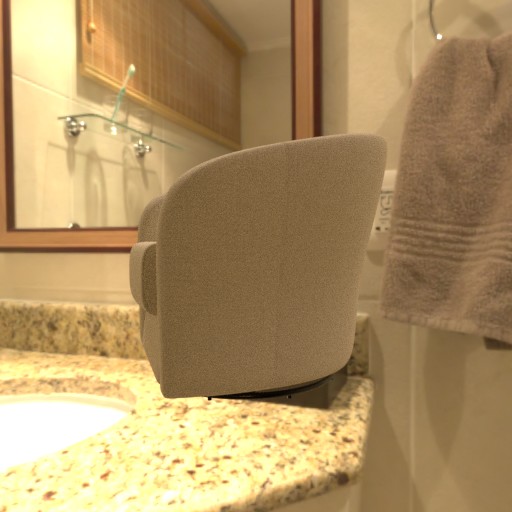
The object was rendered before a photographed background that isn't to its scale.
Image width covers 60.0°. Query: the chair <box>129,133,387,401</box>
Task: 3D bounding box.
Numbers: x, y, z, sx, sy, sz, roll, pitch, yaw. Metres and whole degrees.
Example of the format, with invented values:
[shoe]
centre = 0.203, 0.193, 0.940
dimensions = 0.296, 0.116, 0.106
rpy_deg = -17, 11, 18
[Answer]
[chair]
centre = 0.000, 0.000, 1.489
dimensions = 0.815, 0.771, 0.791
rpy_deg = -1, 2, -19
